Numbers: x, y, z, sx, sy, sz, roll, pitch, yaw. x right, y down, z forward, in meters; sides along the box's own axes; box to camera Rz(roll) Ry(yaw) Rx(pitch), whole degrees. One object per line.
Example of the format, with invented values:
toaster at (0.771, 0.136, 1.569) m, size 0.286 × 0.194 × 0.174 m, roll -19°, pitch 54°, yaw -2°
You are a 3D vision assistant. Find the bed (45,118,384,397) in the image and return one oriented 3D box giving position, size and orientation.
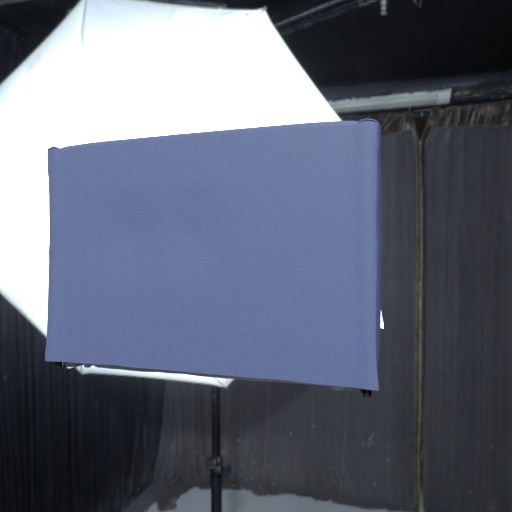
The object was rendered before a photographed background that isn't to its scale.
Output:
bed at (0.000, 0.000, 3.413) m, size 1.925 × 1.332 × 2.276 m, roll 0°, pitch 0°, yaw 18°
